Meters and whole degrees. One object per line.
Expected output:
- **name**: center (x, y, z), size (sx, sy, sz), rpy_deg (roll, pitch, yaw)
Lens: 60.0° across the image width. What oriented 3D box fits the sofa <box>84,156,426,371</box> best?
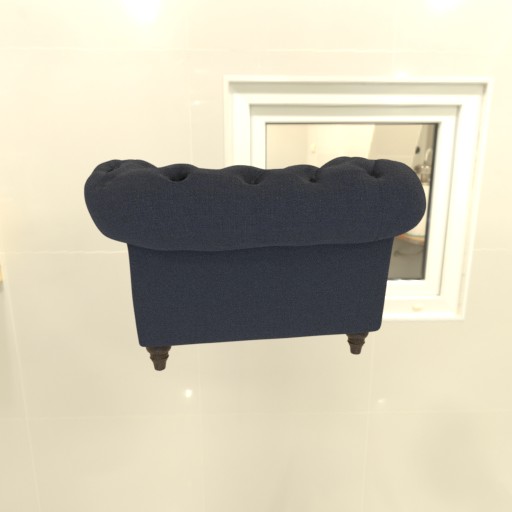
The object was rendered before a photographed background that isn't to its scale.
- **sofa**: center (0.000, 0.000, 2.025), size (1.405, 0.878, 1.032), rpy_deg (-2, 14, -9)
